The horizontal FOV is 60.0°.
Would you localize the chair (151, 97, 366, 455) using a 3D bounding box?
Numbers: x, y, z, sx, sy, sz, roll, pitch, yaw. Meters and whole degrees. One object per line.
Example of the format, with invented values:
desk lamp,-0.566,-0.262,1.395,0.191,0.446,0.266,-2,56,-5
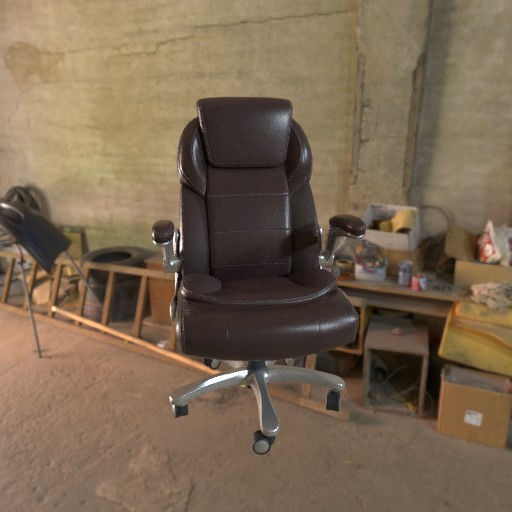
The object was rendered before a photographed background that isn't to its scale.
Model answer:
chair,0.000,0.000,1.662,0.733,1.160,0.774,-2,17,-8
